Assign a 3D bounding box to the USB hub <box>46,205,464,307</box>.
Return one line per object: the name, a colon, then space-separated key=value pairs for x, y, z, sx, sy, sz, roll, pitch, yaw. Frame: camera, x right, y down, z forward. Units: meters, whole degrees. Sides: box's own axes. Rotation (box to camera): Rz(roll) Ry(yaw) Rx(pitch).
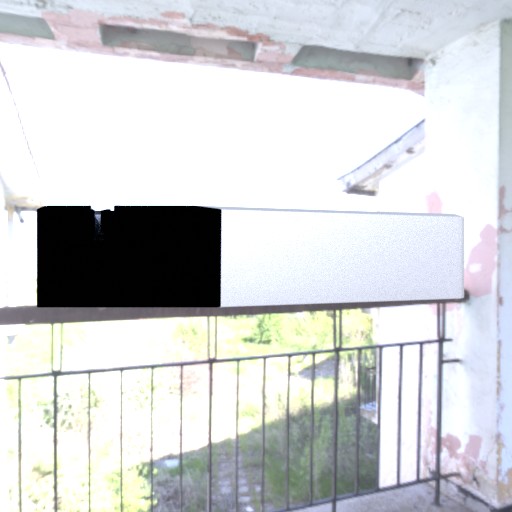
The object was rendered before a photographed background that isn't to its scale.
USB hub: x=0.000 y=0.000 z=0.126 sx=0.110 sy=0.023 sz=0.044 roll=0 pitch=0 yaw=-17
